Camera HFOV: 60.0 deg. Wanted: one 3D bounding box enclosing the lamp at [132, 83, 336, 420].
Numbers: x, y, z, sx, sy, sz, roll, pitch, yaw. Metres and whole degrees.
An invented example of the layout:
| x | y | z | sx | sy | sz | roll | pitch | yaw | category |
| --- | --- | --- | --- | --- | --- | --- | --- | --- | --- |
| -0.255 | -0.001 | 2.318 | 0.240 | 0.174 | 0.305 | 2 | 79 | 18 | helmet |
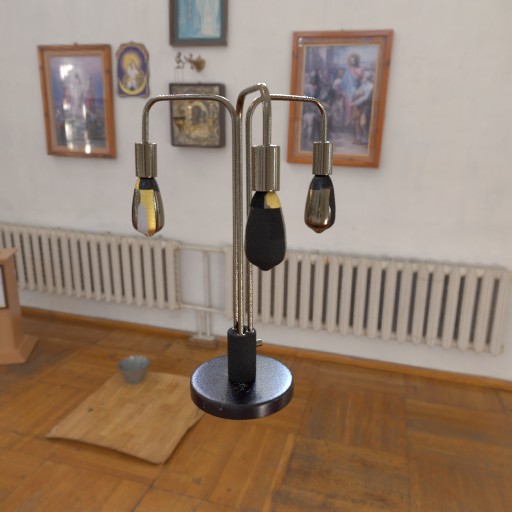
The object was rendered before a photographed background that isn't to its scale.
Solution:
| x | y | z | sx | sy | sz | roll | pitch | yaw | category |
| --- | --- | --- | --- | --- | --- | --- | --- | --- | --- |
| 0.000 | 0.000 | 0.802 | 0.368 | 0.560 | 0.355 | -8 | 16 | -27 | lamp |
